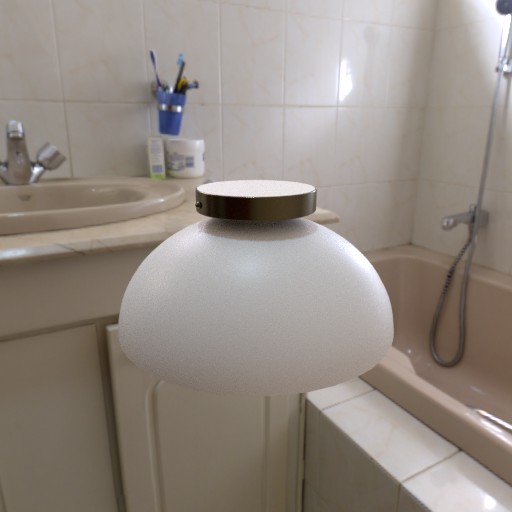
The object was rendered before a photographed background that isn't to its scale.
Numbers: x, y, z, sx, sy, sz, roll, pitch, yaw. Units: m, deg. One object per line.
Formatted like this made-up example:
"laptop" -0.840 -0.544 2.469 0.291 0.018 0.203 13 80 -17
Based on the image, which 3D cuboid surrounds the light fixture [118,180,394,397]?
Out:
"light fixture" 0.000 0.000 0.571 0.355 0.177 0.355 0 17 0
